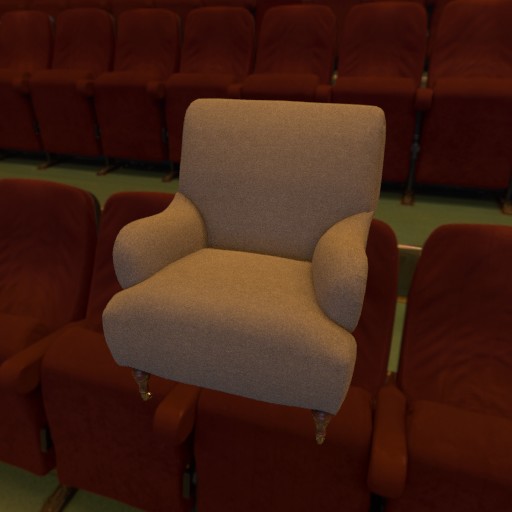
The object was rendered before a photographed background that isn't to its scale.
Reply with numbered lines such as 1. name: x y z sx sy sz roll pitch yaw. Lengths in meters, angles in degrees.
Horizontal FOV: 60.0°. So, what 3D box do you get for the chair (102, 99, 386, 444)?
1. chair: 0.000 0.000 1.528 0.766 0.942 0.843 8 28 16
